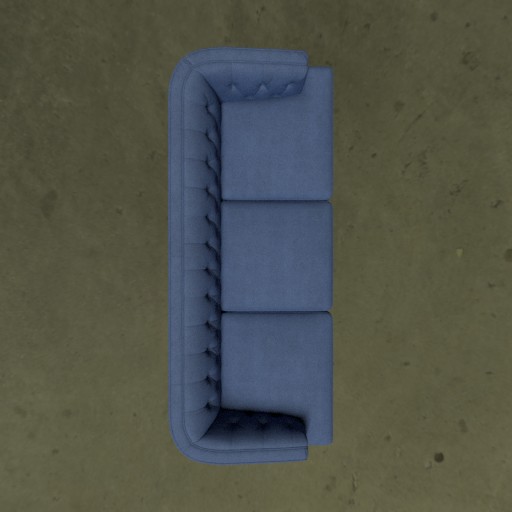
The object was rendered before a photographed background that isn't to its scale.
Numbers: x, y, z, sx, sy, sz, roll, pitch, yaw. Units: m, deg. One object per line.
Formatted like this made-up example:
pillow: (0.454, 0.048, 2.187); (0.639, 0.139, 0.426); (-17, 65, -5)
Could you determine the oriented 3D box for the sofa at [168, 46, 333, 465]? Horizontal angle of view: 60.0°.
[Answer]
sofa: (0.000, 0.000, 2.647); (0.914, 0.787, 2.235); (0, 90, -1)
